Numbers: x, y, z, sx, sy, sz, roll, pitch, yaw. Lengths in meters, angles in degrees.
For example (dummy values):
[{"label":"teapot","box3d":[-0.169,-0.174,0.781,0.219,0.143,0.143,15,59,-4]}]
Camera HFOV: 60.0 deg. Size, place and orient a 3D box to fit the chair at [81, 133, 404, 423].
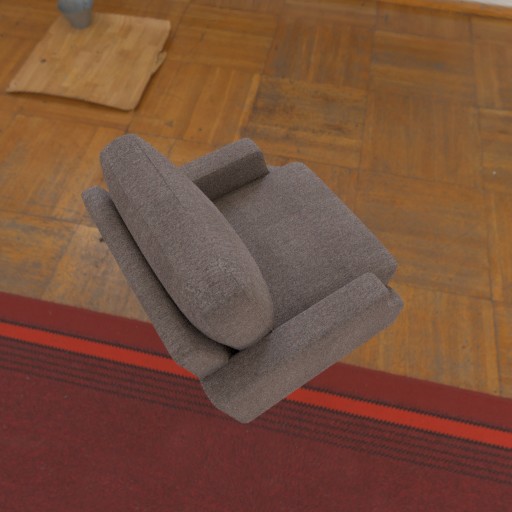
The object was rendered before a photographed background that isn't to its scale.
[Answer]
[{"label":"chair","box3d":[0.000,0.000,1.640,0.897,0.993,0.855,-29,63,-17]}]
